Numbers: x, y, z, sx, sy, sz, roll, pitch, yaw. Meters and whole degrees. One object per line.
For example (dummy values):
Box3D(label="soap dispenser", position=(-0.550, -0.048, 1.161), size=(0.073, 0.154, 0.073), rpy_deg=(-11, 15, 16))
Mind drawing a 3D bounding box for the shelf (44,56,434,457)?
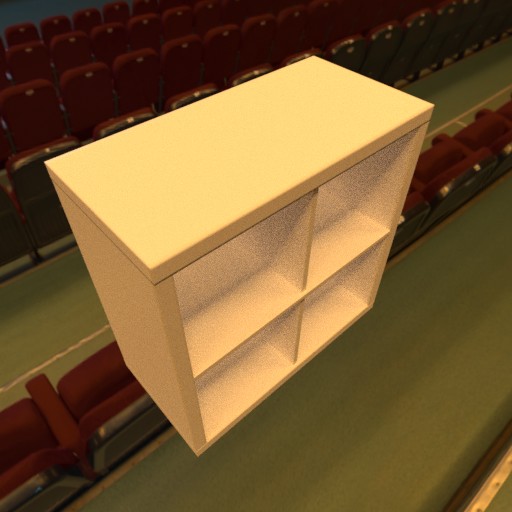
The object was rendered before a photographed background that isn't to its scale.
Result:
Box3D(label="shelf", position=(0.000, 0.000, 1.252), size=(0.790, 0.786, 0.390), rpy_deg=(-33, 54, -28))
